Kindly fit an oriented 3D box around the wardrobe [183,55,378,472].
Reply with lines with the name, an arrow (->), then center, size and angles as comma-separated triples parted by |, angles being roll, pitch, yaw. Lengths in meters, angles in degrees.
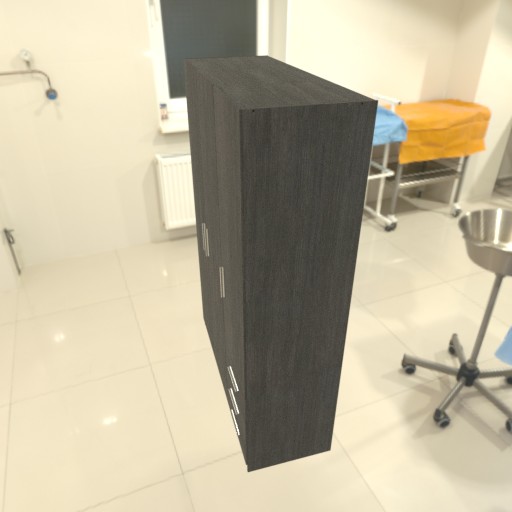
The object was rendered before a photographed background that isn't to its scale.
wardrobe -> 0.000, 0.000, 2.493 | 0.510, 1.910, 1.290 | -8, 32, -14
